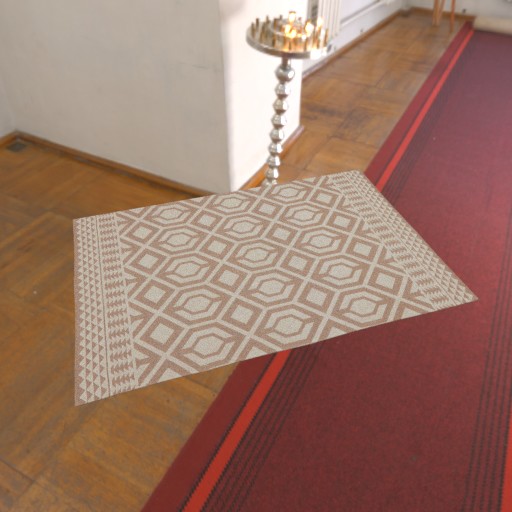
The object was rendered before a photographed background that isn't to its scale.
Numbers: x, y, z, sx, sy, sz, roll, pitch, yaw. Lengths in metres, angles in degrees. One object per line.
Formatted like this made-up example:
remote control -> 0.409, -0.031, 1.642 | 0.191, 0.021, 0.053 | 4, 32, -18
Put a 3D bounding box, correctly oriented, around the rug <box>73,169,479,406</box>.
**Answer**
rug -> 0.000, 0.000, 2.324 | 1.829, 0.008, 1.219 | -12, 44, -13
